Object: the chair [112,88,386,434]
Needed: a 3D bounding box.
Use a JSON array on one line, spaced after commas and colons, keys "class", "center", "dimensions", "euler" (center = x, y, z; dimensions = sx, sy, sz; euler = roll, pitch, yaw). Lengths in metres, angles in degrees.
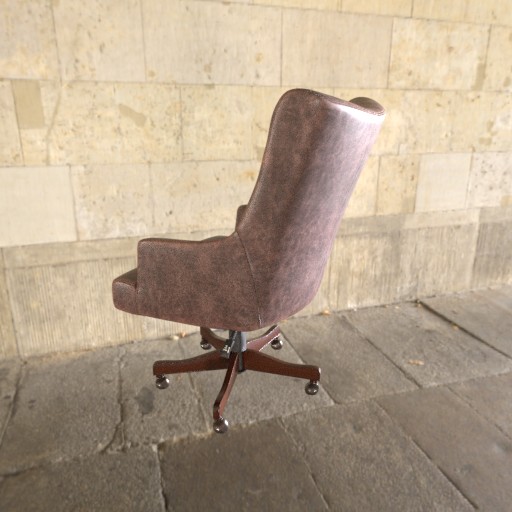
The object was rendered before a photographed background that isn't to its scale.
[{"class": "chair", "center": [0.000, 0.000, 1.516], "dimensions": [0.762, 1.035, 0.641], "euler": [9, 20, 26]}]
